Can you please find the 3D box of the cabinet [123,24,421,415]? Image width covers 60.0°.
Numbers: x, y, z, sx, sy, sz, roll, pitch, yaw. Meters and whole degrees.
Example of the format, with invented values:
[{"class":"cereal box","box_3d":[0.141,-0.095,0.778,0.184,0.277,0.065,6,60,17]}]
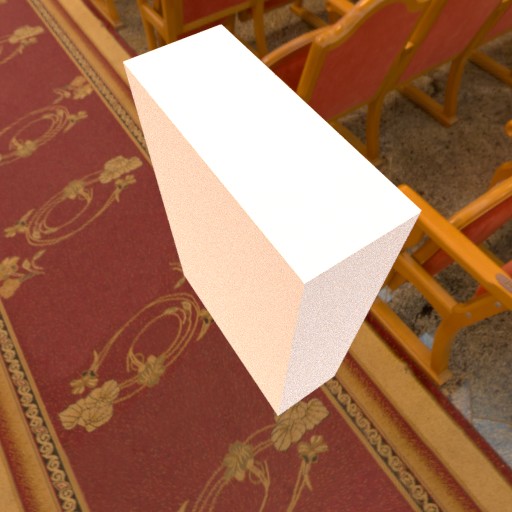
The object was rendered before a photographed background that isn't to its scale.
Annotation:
[{"class":"cabinet","box_3d":[0.000,0.000,2.513,0.510,1.910,1.290,-30,63,-17]}]
